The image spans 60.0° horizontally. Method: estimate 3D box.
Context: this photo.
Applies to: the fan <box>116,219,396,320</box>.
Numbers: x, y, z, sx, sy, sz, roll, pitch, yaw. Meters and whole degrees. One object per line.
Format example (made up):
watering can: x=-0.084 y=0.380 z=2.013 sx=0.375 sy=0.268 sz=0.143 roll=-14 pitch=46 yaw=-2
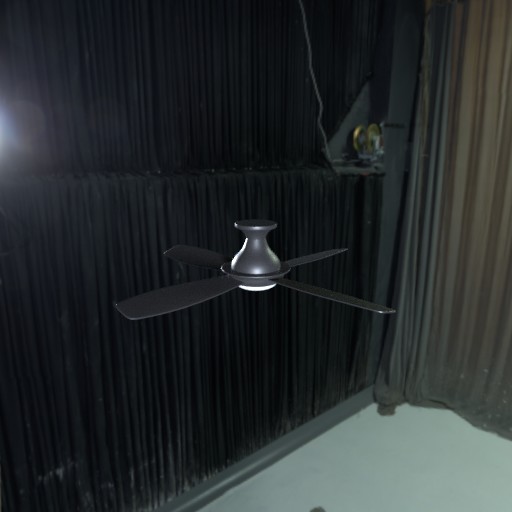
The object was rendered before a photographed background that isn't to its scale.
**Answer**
fan: x=0.000 y=0.000 z=2.521 sx=1.694 sy=0.382 sz=1.694 roll=14 pitch=20 yaw=43
